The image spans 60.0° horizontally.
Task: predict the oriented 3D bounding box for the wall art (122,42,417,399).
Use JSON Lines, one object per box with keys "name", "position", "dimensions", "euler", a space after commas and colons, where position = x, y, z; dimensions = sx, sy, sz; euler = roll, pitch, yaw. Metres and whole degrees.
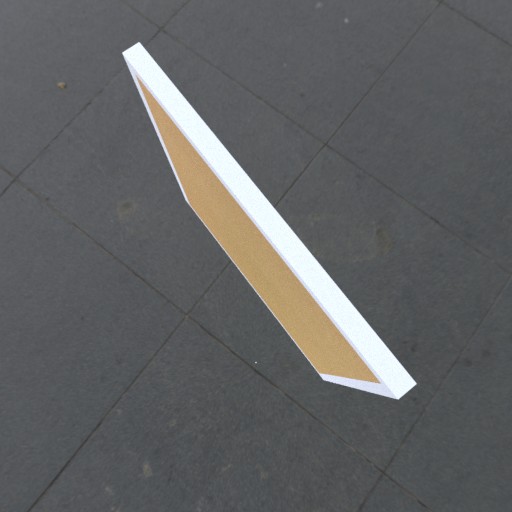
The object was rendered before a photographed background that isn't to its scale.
{"name": "wall art", "position": [0.000, 0.000, 1.115], "dimensions": [0.038, 0.761, 0.763], "euler": [-36, 79, -8]}
